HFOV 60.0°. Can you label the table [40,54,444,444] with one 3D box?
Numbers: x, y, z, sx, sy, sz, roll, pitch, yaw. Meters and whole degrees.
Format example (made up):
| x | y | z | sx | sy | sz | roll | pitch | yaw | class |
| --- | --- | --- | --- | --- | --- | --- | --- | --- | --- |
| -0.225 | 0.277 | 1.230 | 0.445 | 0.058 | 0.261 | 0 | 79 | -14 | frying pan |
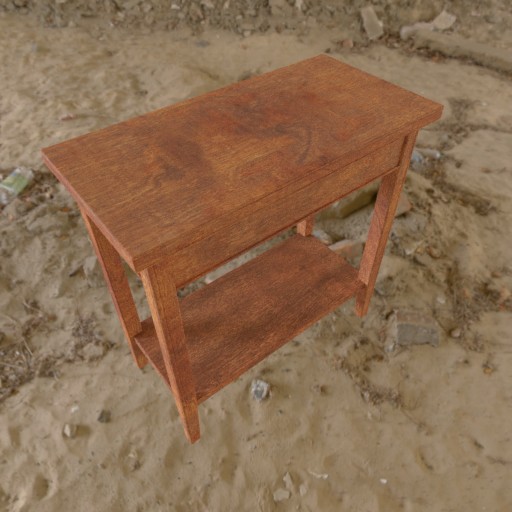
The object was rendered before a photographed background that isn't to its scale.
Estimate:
| x | y | z | sx | sy | sz | roll | pitch | yaw | class |
| --- | --- | --- | --- | --- | --- | --- | --- | --- | --- |
| 0.000 | 0.000 | 0.947 | 0.610 | 0.610 | 0.305 | -30 | 52 | -26 | table |
